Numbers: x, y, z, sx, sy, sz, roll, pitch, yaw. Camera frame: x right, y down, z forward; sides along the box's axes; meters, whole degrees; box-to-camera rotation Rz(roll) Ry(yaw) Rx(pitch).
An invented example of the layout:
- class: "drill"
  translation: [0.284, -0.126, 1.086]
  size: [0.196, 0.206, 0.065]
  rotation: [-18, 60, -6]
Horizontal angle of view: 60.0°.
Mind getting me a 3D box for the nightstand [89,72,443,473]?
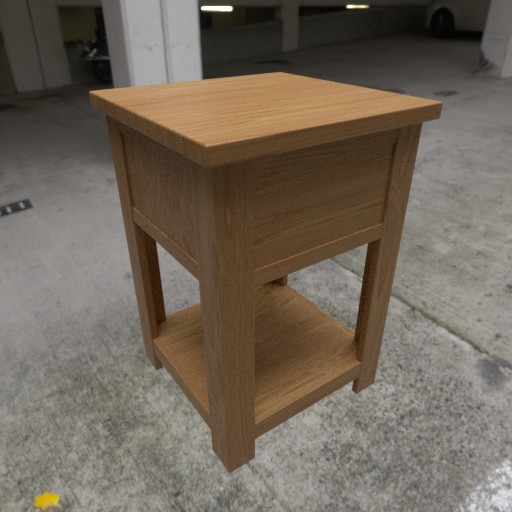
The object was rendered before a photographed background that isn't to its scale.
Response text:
- class: "nightstand"
  translation: [0.000, 0.000, 0.890]
  size: [0.428, 0.614, 0.418]
  rotation: [-19, 35, -30]
